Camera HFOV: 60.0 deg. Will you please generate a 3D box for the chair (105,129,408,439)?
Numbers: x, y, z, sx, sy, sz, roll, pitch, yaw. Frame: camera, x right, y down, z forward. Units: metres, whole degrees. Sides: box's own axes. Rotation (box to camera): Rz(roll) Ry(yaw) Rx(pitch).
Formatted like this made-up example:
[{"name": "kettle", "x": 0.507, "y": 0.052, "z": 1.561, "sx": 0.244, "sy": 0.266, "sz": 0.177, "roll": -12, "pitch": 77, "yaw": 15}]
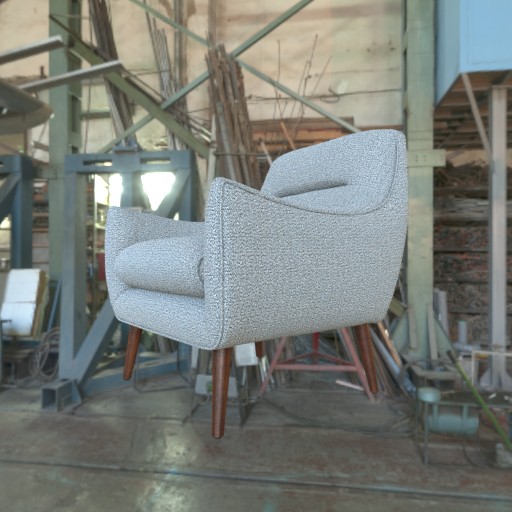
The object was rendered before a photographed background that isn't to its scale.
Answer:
[{"name": "chair", "x": 0.000, "y": 0.000, "z": 1.453, "sx": 0.787, "sy": 0.838, "sz": 0.762, "roll": 0, "pitch": 0, "yaw": -36}]
